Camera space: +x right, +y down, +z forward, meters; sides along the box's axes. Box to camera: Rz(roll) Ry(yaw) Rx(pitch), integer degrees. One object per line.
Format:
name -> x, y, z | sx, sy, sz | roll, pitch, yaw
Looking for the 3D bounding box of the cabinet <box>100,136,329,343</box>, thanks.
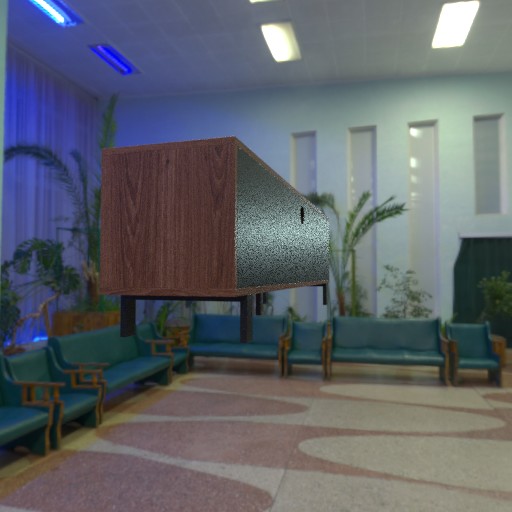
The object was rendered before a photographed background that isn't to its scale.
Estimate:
cabinet -> 0.000, 0.000, 1.883 | 0.400, 0.500, 1.650 | -1, -2, 17
